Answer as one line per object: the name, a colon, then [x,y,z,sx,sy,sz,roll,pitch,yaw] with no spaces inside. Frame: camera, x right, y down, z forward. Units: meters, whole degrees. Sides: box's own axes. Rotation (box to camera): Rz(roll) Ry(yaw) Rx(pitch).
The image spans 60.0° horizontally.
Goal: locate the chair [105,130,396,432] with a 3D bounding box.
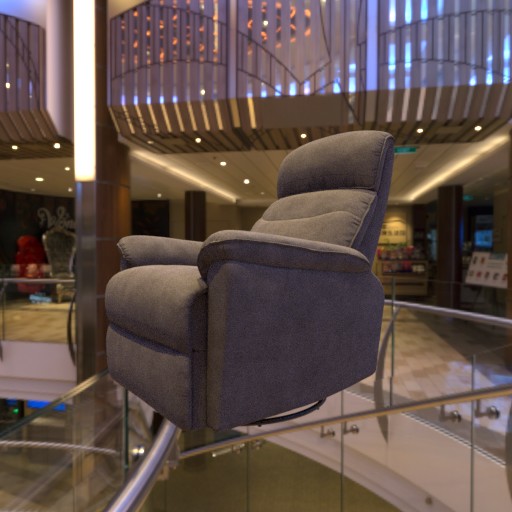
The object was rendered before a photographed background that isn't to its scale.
chair: [0.000,0.000,1.712,1.009,1.036,0.830,-1,1,-36]
